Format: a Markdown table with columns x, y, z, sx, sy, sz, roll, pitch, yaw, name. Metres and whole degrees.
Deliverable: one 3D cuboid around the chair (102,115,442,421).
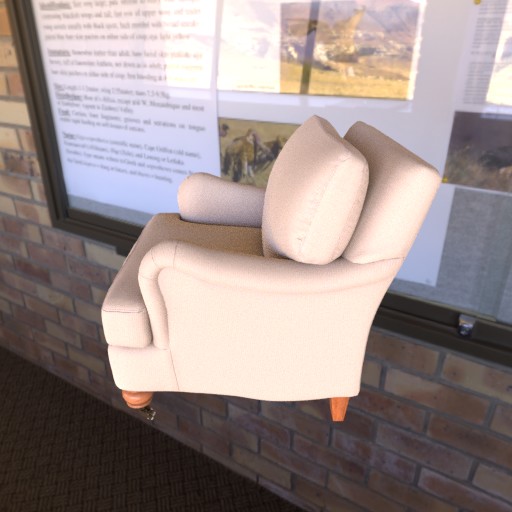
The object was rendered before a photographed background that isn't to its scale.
| x | y | z | sx | sy | sz | roll | pitch | yaw | name |
| --- | --- | --- | --- | --- | --- | --- | --- | --- | --- |
| 0.000 | 0.000 | 1.845 | 1.070 | 1.038 | 0.955 | 0 | 25 | -1 | chair |
